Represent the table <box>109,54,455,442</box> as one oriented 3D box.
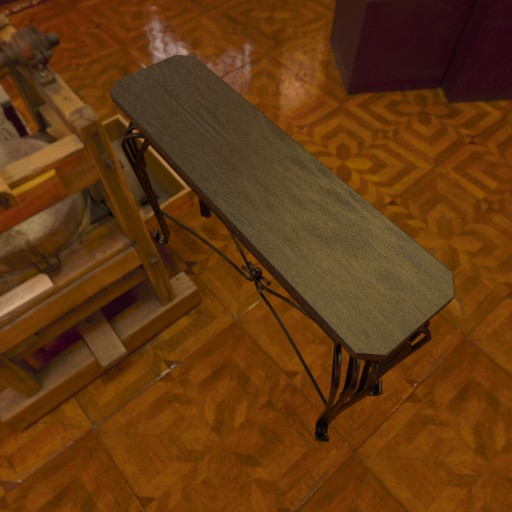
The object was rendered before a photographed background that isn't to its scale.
[{"bbox_3d":[0.000,0.000,1.449,0.329,0.800,1.112,-33,63,-20],"label":"table"}]
